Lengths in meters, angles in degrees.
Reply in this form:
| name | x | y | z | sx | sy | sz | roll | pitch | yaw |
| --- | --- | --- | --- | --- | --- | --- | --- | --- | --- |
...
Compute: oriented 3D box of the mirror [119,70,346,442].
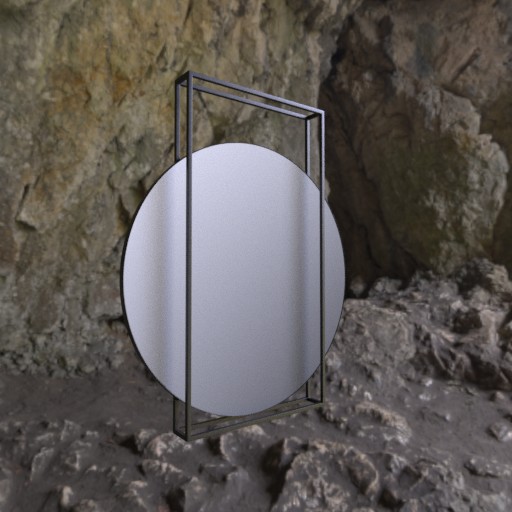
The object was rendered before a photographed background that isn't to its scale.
| name | x | y | z | sx | sy | sz | roll | pitch | yaw |
| --- | --- | --- | --- | --- | --- | --- | --- | --- | --- |
| mirror | 0.000 | 0.000 | 0.833 | 0.508 | 0.603 | 0.051 | 1 | -2 | -37 |
